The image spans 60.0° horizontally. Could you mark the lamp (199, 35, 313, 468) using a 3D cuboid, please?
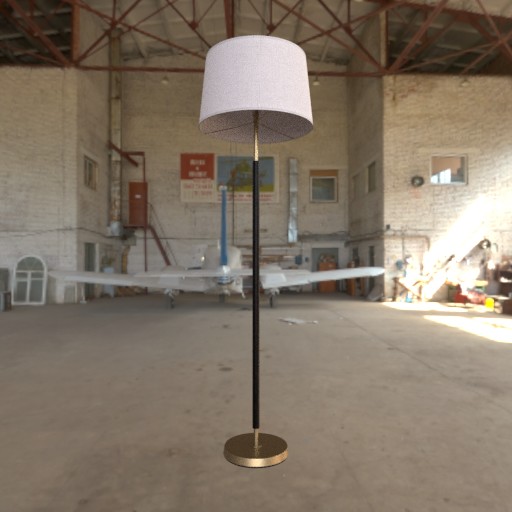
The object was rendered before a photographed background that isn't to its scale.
[{"bbox_3d":[0.000,0.000,1.633,0.420,1.447,0.420,0,-1,0],"label":"lamp"}]
